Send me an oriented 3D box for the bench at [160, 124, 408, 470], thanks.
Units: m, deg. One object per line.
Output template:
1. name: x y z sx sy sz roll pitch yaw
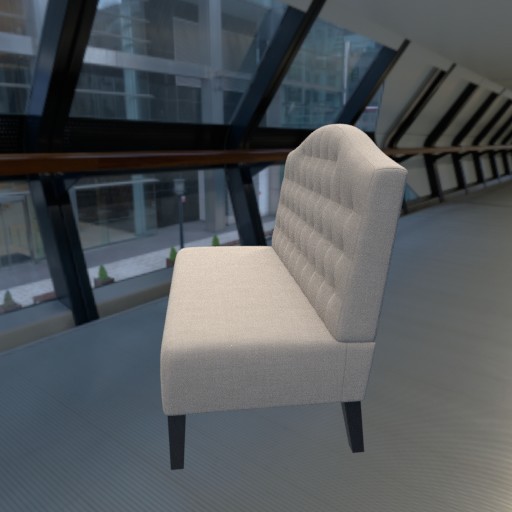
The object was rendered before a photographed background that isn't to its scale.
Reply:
1. bench: 0.000 0.000 2.066 0.815 1.180 1.335 -2 15 -7
